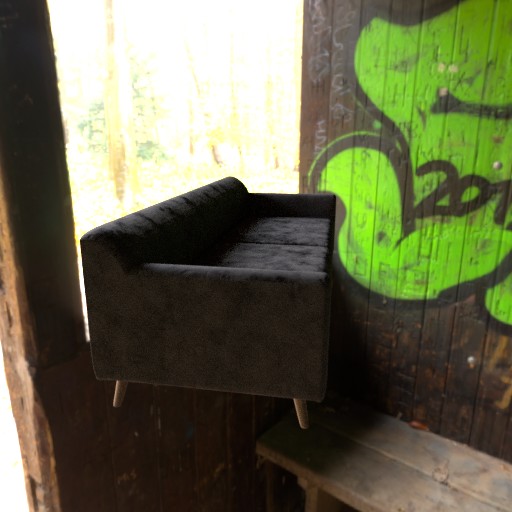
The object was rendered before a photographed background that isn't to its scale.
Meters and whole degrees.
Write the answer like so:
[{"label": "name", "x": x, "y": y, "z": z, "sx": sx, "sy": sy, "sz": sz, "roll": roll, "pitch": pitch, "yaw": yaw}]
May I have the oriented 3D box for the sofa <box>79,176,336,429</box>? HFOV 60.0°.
[{"label": "sofa", "x": 0.000, "y": 0.000, "z": 2.615, "sx": 0.900, "sy": 0.740, "sz": 2.190, "roll": 3, "pitch": 16, "yaw": 10}]
